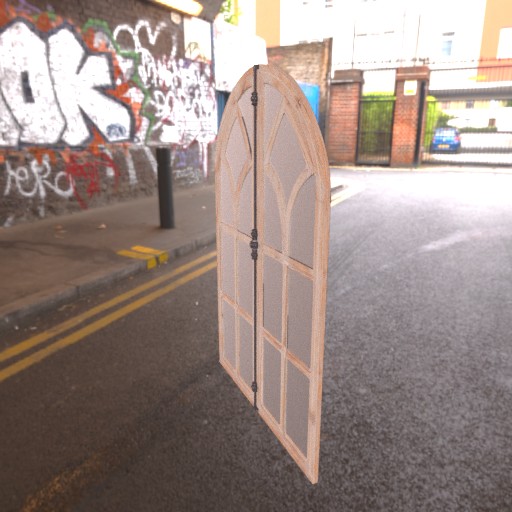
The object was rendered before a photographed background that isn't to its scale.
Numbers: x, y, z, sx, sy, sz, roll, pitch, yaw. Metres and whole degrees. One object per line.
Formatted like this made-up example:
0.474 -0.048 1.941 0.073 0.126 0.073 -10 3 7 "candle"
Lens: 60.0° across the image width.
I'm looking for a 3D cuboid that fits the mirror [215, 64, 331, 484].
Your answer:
0.000 0.000 1.144 0.032 0.915 0.609 -7 17 -24 "mirror"
